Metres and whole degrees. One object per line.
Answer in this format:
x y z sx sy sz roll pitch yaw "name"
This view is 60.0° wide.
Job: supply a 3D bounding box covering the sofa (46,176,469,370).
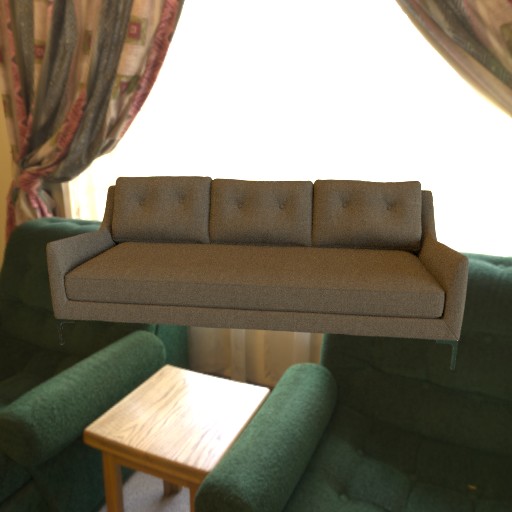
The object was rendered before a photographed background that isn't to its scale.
0.000 0.000 2.520 2.060 0.837 0.849 2 15 7 "sofa"
